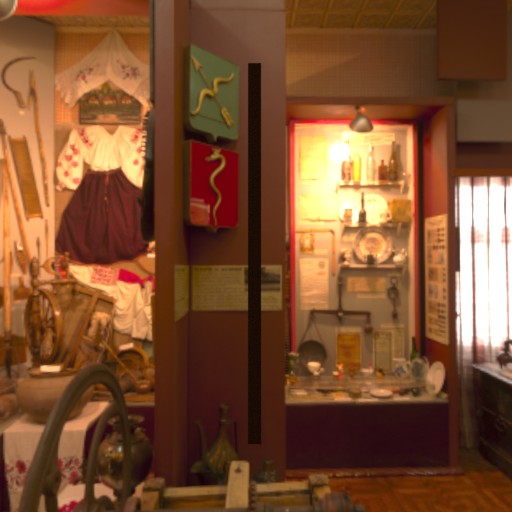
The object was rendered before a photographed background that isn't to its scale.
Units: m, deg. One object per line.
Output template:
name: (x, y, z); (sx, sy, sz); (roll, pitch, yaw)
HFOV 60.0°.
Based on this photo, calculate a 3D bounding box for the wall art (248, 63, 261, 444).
wall art: (0.000, 0.000, 1.242); (0.026, 0.656, 0.958); (0, -1, 1)
